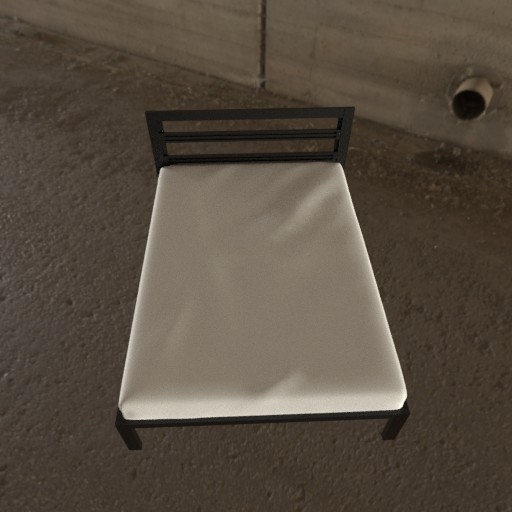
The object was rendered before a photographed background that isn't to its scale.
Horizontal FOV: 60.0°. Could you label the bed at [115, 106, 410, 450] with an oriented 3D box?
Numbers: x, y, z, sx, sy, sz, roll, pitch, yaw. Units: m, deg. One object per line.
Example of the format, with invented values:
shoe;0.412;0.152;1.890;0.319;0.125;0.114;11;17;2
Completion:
bed;0.000;0.000;2.889;1.524;0.967;2.062;-2;47;-2
